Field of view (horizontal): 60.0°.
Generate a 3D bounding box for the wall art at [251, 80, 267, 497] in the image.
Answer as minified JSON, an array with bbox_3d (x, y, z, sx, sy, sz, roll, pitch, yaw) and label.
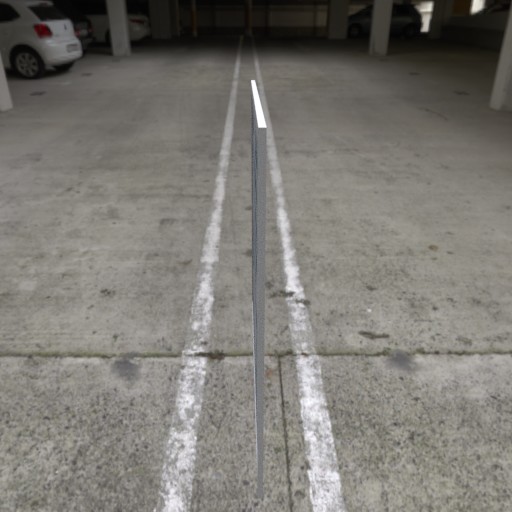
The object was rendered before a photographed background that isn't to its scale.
[{"bbox_3d":[0.000,0.000,0.665,0.007,0.456,0.456,-1,26,-1],"label":"wall art"}]
